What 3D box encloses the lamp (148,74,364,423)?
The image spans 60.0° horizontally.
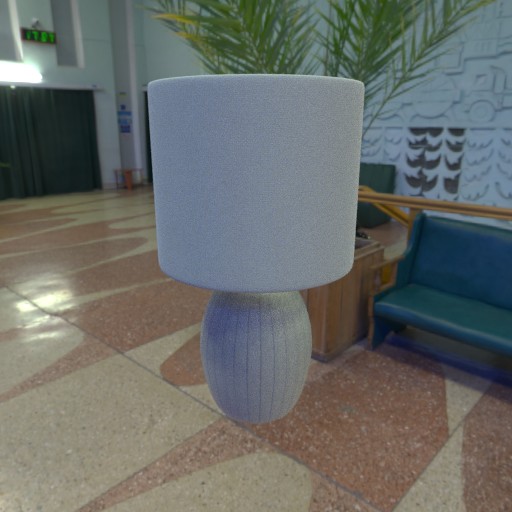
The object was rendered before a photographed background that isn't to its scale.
[{"bbox_3d":[0.000,0.000,0.762,0.328,0.570,0.328,0,16,0],"label":"lamp"}]
